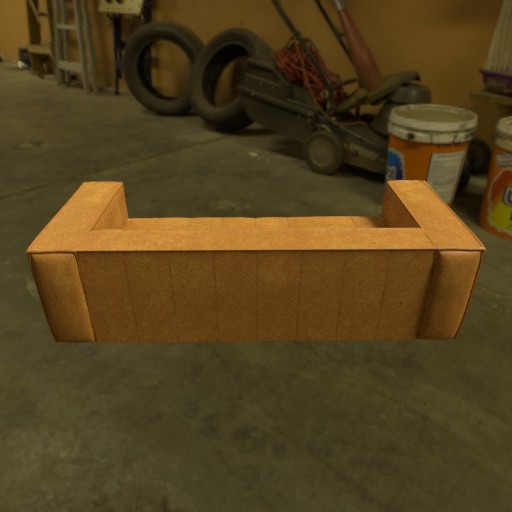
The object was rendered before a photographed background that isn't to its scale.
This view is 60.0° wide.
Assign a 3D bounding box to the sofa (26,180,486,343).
[{"bbox_3d":[0.000,0.000,3.030,2.581,0.701,1.102,0,31,-1],"label":"sofa"}]
